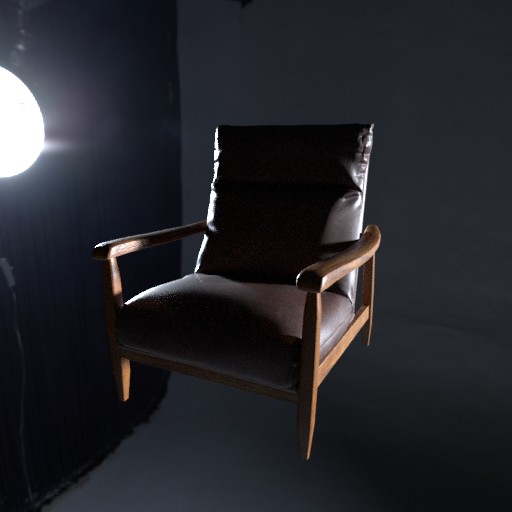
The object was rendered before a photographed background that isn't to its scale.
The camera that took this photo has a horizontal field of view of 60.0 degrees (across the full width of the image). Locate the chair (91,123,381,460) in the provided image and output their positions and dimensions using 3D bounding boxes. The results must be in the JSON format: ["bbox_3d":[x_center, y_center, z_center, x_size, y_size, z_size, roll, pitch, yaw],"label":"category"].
[{"bbox_3d":[0.000,0.000,1.545,0.782,0.897,0.830,7,16,25],"label":"chair"}]
